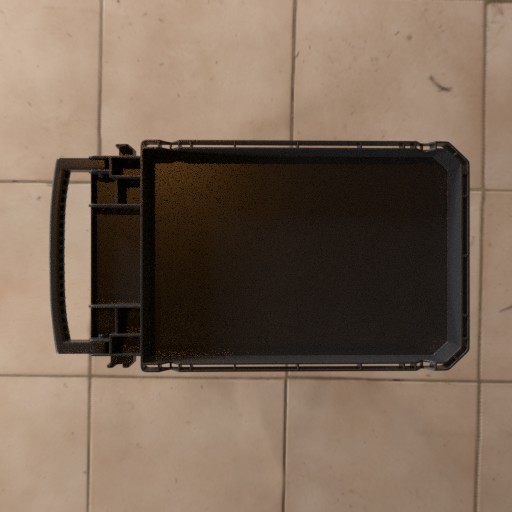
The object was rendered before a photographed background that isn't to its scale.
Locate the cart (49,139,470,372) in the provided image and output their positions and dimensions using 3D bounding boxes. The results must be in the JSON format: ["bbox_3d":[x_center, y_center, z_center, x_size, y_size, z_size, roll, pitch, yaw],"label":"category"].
[{"bbox_3d":[0.000,0.000,1.731,1.239,0.884,0.674,0,90,-1],"label":"cart"}]
